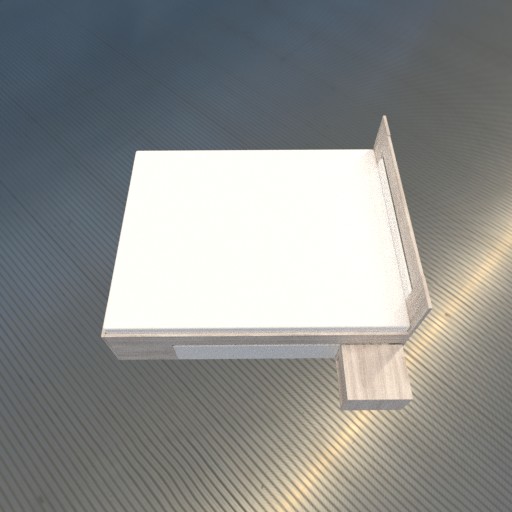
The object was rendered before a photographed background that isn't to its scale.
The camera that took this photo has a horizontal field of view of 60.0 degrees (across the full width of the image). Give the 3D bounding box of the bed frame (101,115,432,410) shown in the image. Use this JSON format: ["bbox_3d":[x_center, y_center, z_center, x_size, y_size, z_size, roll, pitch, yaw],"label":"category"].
[{"bbox_3d":[0.000,0.000,3.286,2.050,0.860,2.040,0,58,0],"label":"bed frame"}]
